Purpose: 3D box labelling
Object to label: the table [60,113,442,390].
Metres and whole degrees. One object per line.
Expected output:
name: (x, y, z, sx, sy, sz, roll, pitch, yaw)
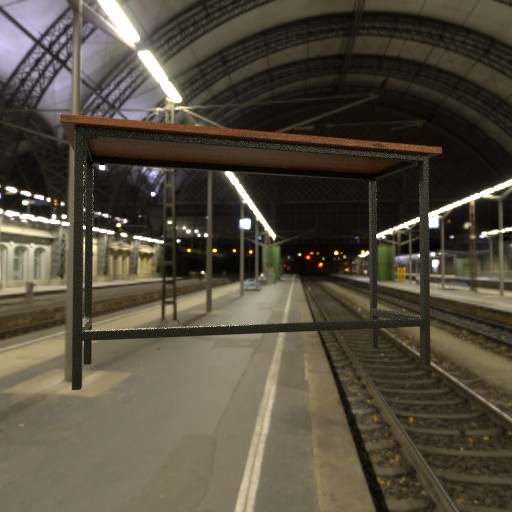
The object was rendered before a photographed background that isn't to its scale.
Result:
table: (0.000, 0.000, 1.530, 1.204, 0.740, 0.408, 0, -2, -16)
